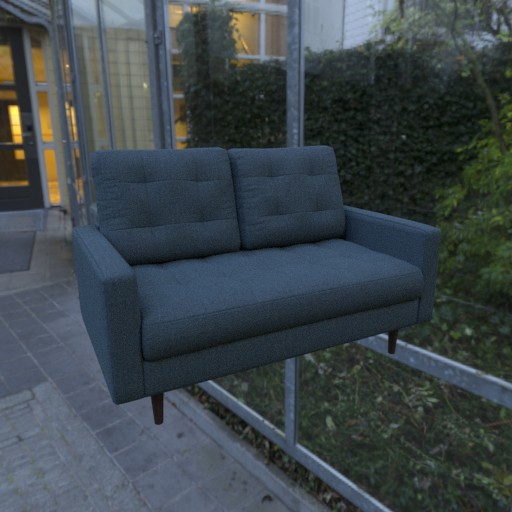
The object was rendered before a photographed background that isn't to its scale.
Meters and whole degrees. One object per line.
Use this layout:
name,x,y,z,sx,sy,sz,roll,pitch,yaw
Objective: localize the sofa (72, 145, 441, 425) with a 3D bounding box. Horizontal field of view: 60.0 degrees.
sofa,0.000,0.000,1.936,1.407,0.907,0.842,-8,18,-27
